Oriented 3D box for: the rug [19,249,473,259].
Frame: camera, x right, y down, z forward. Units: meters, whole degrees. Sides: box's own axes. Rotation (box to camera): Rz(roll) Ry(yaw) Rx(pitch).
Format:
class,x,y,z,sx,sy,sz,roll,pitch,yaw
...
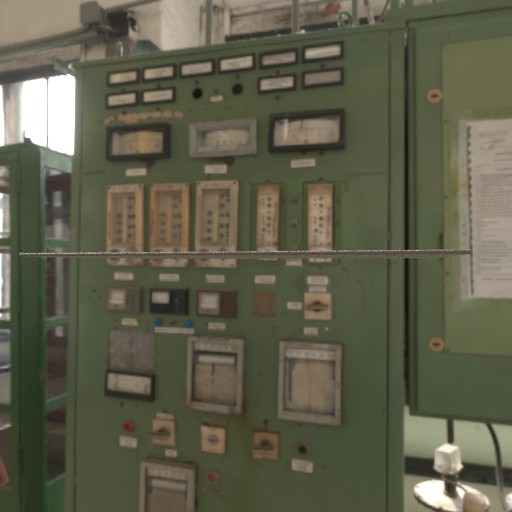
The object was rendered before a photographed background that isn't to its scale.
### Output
class,x,y,z,sx,sy,sz,roll,pitch,yaw
rug,0.000,0.000,2.150,1.748,0.014,1.144,0,-1,18
